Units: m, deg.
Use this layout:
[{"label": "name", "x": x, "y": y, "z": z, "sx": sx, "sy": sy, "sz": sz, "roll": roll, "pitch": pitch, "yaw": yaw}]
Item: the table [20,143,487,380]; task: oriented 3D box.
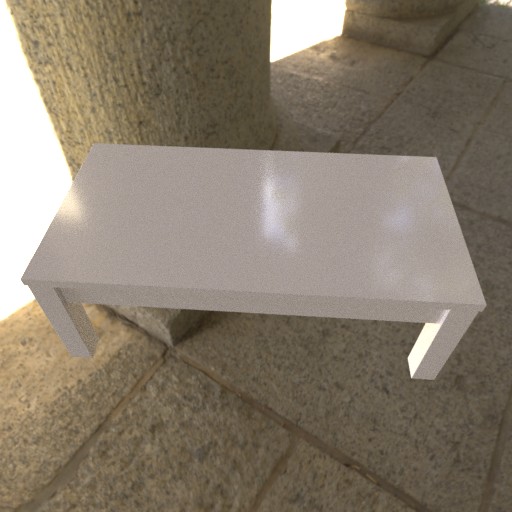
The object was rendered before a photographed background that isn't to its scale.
[{"label": "table", "x": 0.000, "y": 0.000, "z": 1.685, "sx": 1.350, "sy": 0.470, "sz": 0.700, "roll": 3, "pitch": 48, "yaw": 3}]
